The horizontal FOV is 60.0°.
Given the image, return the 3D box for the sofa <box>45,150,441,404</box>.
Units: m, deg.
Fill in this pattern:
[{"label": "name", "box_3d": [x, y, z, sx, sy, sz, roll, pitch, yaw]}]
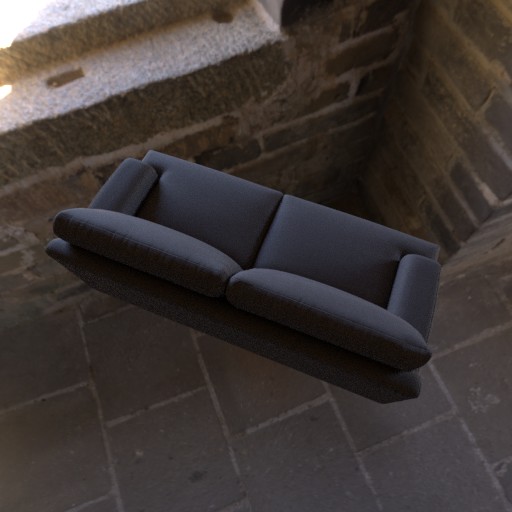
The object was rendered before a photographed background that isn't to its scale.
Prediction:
[{"label": "sofa", "box_3d": [0.000, 0.000, 2.866, 2.271, 0.950, 1.140, 20, 65, 9]}]
